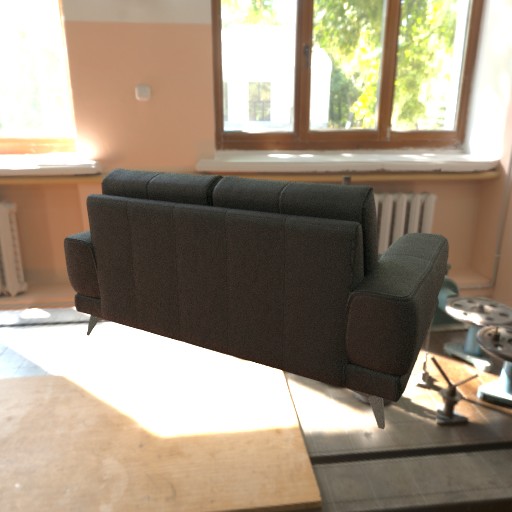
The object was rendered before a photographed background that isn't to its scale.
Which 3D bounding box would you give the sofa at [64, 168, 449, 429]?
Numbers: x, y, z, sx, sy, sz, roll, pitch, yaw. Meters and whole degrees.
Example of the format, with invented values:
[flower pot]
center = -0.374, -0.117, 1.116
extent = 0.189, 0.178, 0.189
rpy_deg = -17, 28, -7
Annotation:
[sofa]
center = 0.000, 0.000, 2.342
extent = 1.806, 0.907, 1.018
rpy_deg = 9, 19, 27
